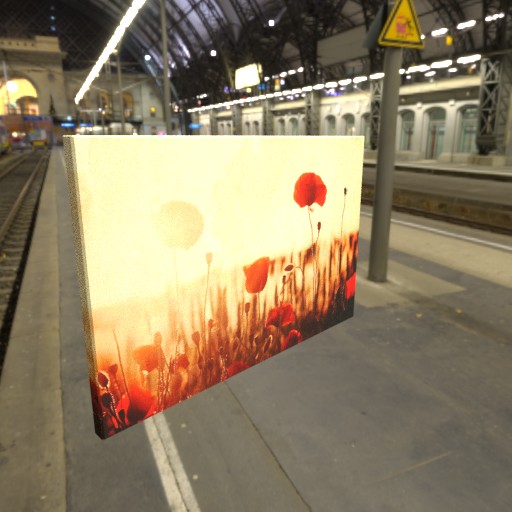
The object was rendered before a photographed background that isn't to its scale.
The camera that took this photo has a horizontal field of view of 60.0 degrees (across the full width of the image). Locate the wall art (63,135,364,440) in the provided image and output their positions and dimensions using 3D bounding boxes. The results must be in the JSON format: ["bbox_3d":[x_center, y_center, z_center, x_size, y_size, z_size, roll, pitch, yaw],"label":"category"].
[{"bbox_3d":[0.000,0.000,1.151,0.918,0.602,0.038,-15,21,-43],"label":"wall art"}]
